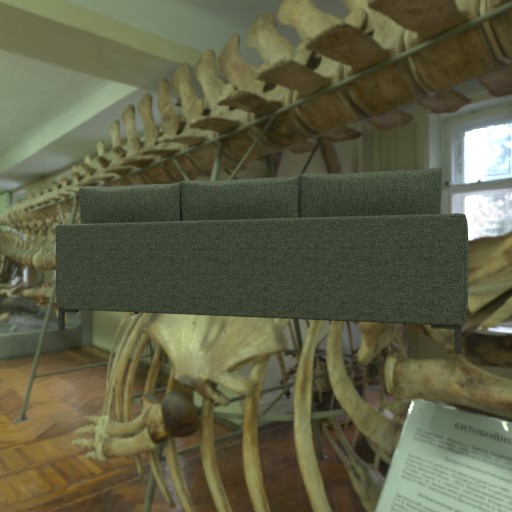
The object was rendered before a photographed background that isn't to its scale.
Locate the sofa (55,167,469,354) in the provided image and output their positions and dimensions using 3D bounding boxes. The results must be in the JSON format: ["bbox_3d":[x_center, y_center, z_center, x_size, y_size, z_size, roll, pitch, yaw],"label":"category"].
[{"bbox_3d":[0.000,0.000,2.698,2.253,0.879,0.876,0,0,17],"label":"sofa"}]
